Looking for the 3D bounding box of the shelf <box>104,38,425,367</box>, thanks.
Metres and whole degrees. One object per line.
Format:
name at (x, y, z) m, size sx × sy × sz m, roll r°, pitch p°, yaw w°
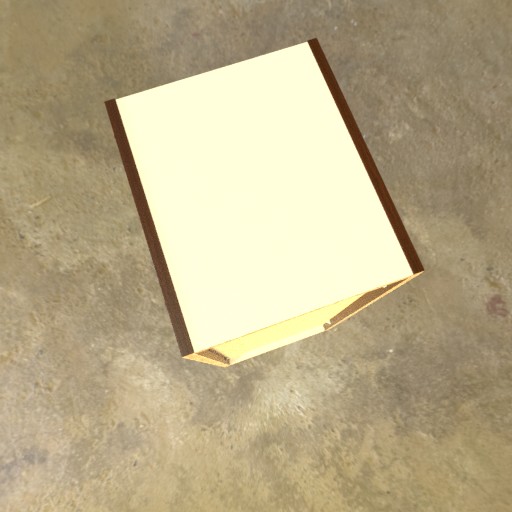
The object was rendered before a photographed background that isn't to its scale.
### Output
shelf at (0.000, 0.000, 0.750) m, size 0.253 × 0.600 × 0.290 m, roll -19°, pitch 76°, yaw -5°
